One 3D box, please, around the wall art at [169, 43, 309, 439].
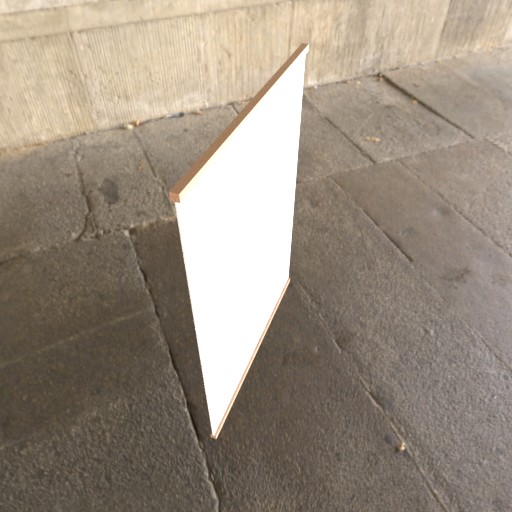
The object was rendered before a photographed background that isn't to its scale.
[{"bbox_3d":[0.000,0.000,0.827,0.012,0.608,0.459,16,47,15],"label":"wall art"}]
